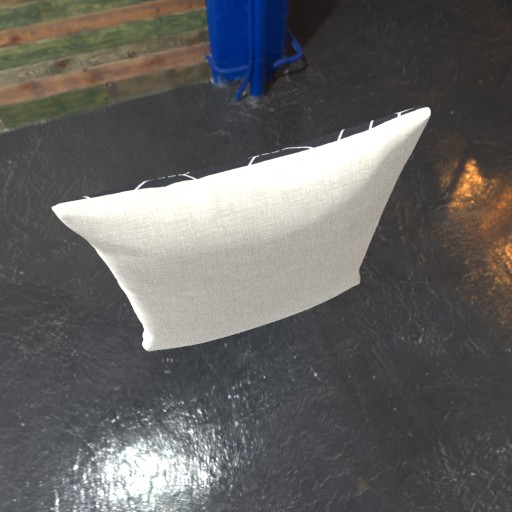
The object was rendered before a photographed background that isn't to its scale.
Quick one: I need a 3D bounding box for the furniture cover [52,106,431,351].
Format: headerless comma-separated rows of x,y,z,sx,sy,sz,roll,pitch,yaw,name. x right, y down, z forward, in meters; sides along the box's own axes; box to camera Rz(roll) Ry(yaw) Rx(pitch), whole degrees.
0.000,0.000,0.786,0.517,0.508,0.158,-17,60,-10,furniture cover
